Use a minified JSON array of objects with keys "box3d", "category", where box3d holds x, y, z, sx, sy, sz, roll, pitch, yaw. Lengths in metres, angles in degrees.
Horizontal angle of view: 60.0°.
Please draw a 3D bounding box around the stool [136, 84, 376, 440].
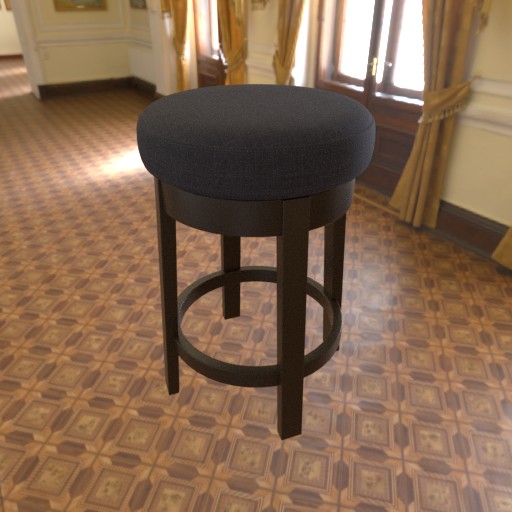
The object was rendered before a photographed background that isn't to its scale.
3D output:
[{"box3d":[0.000,0.000,0.956,0.449,0.655,0.449,0,31,0],"category":"stool"}]
